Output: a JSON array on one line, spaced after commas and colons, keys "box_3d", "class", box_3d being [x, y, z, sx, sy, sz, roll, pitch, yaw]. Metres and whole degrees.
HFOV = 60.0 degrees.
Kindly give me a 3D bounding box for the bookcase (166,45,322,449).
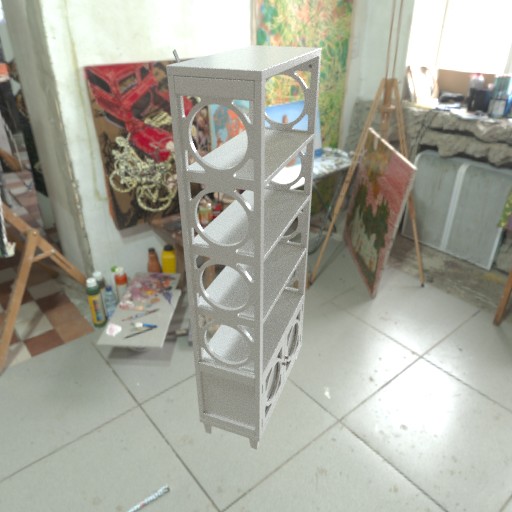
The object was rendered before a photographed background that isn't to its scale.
[{"box_3d": [0.000, 0.000, 2.155, 0.361, 1.869, 0.761, 11, 32, 18], "class": "bookcase"}]
